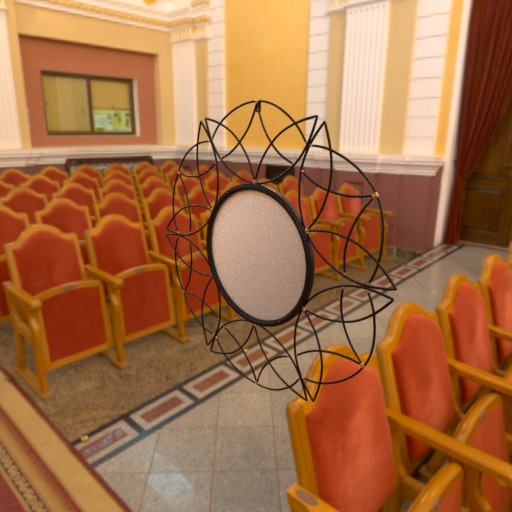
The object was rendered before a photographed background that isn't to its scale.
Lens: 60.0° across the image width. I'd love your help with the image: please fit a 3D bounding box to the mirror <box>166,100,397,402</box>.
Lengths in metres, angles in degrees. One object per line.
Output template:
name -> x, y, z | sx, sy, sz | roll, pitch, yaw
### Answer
mirror -> 0.000, 0.000, 1.164 | 0.797, 0.775, 0.028 | 15, 22, 42
